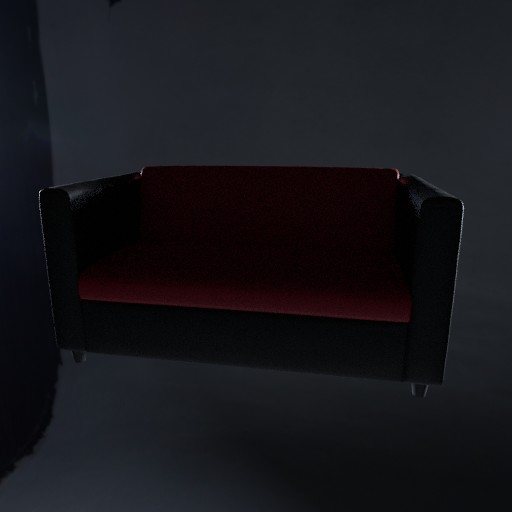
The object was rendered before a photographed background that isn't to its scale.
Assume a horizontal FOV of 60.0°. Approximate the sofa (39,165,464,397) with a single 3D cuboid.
[{"bbox_3d":[0.000,0.000,1.895,1.410,0.735,0.845,3,15,11],"label":"sofa"}]
